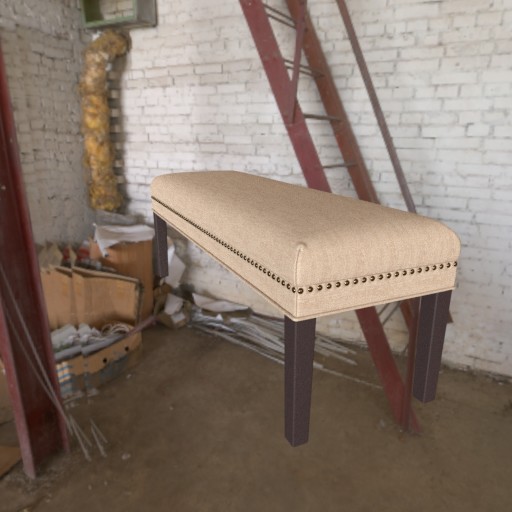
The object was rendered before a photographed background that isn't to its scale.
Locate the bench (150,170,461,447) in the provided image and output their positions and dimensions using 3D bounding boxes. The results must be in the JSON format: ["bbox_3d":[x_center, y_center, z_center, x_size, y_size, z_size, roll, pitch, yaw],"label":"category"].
[{"bbox_3d":[0.000,0.000,1.438,0.410,0.457,1.219,-8,18,-24],"label":"bench"}]
